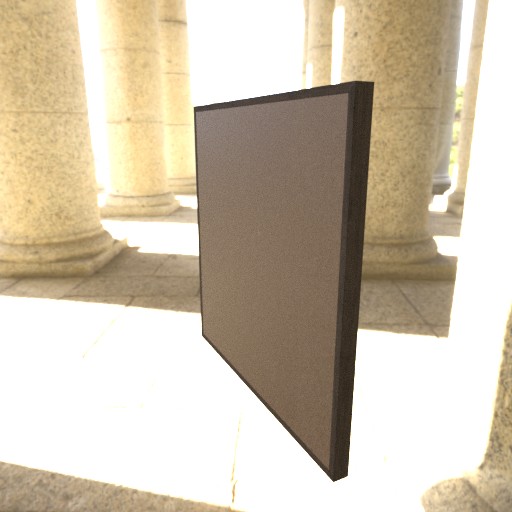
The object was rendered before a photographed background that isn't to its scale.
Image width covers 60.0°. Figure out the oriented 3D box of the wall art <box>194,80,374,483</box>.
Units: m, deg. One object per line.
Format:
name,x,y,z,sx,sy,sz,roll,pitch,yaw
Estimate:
wall art,0.000,0.000,1.132,0.038,0.762,0.762,-8,17,-26
